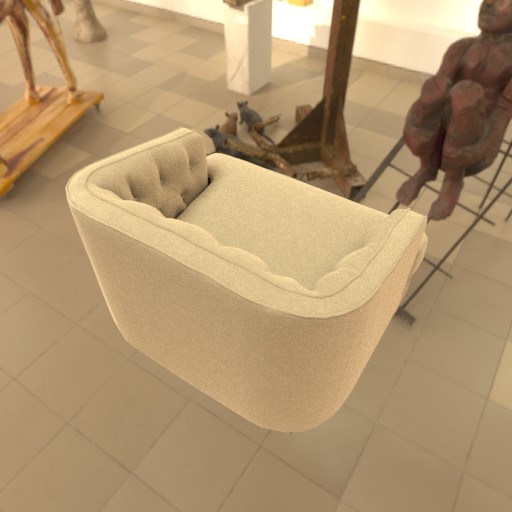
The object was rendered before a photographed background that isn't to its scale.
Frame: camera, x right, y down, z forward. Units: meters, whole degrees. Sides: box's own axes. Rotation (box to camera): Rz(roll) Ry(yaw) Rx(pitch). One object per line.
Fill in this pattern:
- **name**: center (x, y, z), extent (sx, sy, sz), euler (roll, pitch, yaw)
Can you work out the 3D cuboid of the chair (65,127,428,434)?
- **chair**: center (0.000, 0.000, 1.739), extent (1.104, 0.852, 0.941), euler (25, 51, 22)
